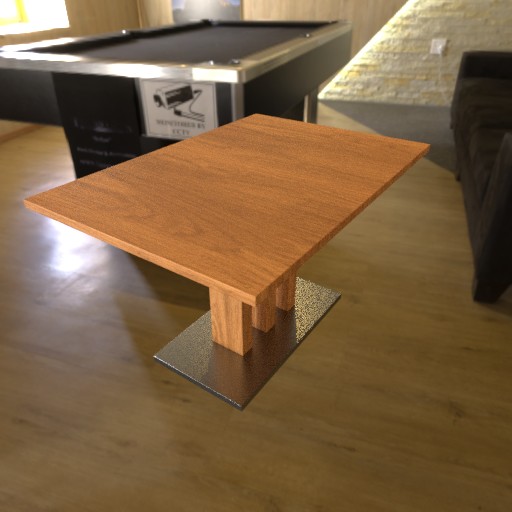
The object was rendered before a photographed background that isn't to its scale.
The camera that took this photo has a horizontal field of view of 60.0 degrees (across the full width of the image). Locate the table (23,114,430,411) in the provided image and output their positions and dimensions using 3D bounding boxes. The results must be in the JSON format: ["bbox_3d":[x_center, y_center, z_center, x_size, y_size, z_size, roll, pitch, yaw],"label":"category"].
[{"bbox_3d":[0.000,0.000,1.847,0.900,0.770,1.300,20,37,29],"label":"table"}]
